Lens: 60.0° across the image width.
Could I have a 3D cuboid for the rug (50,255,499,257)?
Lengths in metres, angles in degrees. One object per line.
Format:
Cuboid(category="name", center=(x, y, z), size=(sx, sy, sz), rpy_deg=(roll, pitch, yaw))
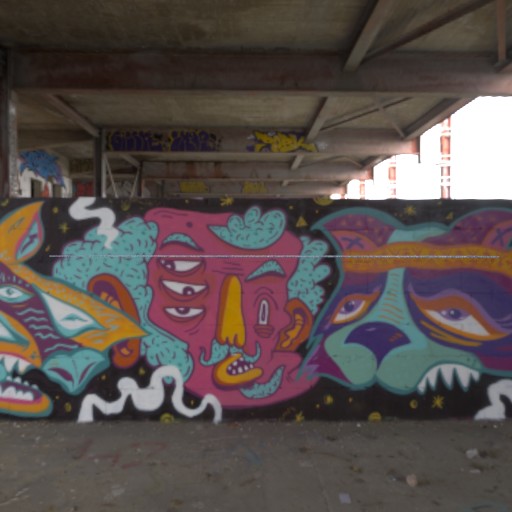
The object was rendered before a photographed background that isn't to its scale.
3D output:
Cuboid(category="rug", center=(0.000, 0.000, 2.624), size=(2.443, 0.008, 0.688), rpy_deg=(0, 0, 19))
